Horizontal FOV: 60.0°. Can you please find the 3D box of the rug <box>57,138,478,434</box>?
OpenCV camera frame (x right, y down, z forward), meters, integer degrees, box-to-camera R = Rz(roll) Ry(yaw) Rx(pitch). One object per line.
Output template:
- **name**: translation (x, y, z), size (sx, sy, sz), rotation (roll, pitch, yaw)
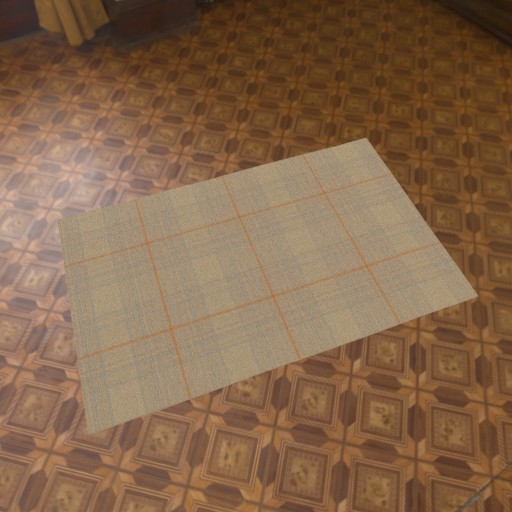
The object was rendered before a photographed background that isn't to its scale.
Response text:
- **rug**: translation (0.000, 0.000, 2.967), size (2.442, 0.016, 1.527), rotation (-17, 59, -11)
